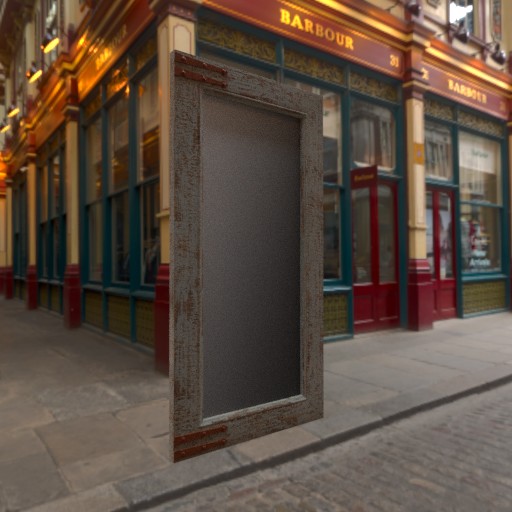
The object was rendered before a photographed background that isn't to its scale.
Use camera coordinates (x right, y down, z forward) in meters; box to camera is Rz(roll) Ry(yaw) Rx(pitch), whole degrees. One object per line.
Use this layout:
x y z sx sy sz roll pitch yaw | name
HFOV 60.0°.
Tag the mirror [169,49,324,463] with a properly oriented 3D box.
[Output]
0.000 0.000 1.136 0.472 0.922 0.027 0 -1 -37 | mirror
